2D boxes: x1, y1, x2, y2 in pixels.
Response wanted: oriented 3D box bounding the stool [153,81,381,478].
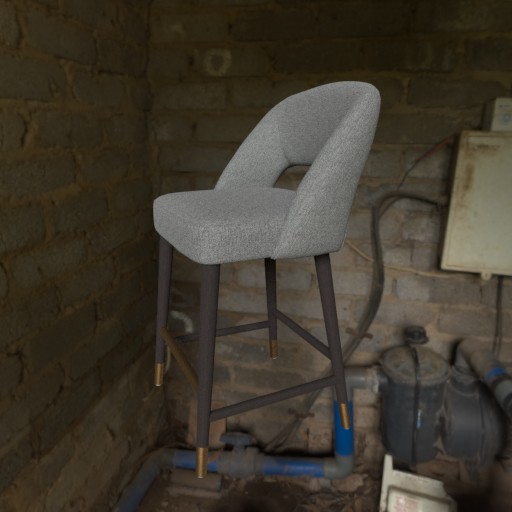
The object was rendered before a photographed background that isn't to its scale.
[{"bbox_3d":[0.000,0.000,1.236,0.524,0.925,0.536,-7,17,-24],"label":"stool"}]
